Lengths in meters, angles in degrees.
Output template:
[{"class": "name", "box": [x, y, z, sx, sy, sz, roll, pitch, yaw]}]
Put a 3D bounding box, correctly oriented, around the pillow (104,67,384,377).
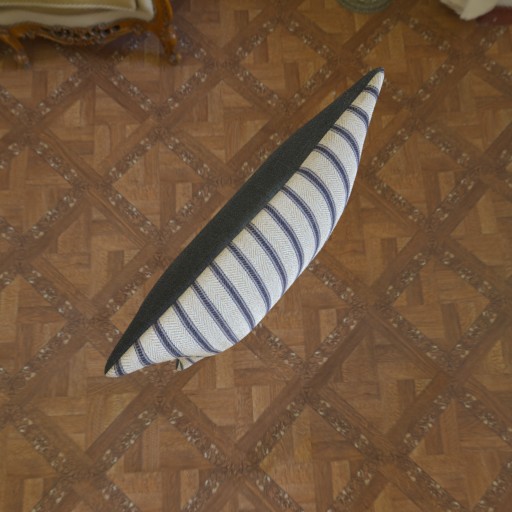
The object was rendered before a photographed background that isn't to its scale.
[{"class": "pillow", "box": [0.000, 0.000, 0.693, 0.138, 0.444, 0.468, 40, 80, 8]}]
